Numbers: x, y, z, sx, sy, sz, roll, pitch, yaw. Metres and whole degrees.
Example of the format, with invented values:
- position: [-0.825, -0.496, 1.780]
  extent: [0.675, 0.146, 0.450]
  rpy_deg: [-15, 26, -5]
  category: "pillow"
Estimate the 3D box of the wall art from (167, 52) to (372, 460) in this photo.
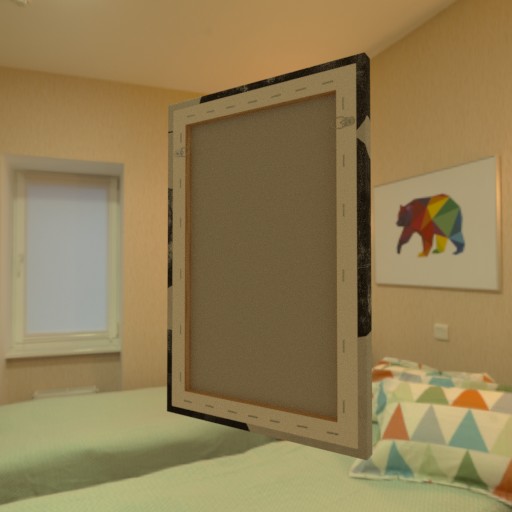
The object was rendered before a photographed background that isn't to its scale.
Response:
- position: [0.000, 0.000, 1.173]
  extent: [0.610, 0.915, 0.041]
  rpy_deg: [-1, -2, 33]
  category: "wall art"
